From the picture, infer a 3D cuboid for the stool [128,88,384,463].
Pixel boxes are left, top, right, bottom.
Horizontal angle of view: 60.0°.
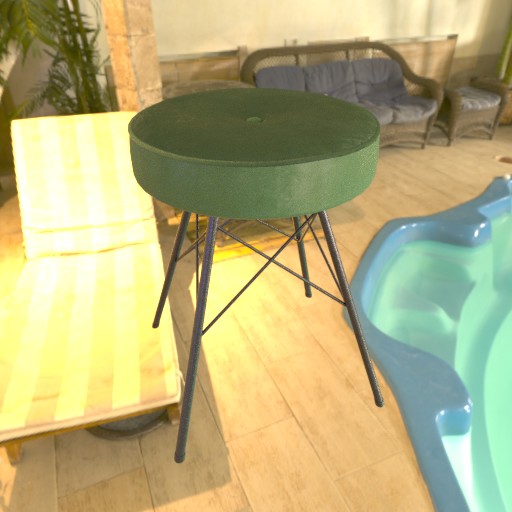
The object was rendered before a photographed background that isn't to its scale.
[{"bbox_3d":[0.000,0.000,0.913,0.457,0.595,0.430,-10,34,-14],"label":"stool"}]
